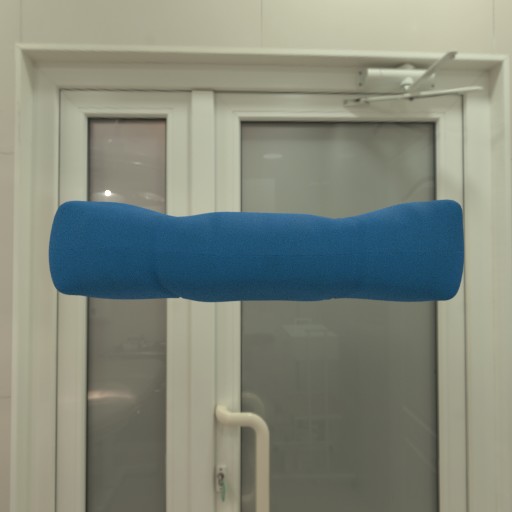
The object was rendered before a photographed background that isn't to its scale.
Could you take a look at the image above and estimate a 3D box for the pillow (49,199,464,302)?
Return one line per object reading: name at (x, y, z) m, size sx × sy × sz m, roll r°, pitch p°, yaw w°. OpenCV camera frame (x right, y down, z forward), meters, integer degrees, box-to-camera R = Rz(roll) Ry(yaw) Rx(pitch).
pillow at (0.000, 0.000, 0.722) m, size 0.490 × 0.128 × 0.468 m, roll 0°, pitch -1°, yaw -2°
